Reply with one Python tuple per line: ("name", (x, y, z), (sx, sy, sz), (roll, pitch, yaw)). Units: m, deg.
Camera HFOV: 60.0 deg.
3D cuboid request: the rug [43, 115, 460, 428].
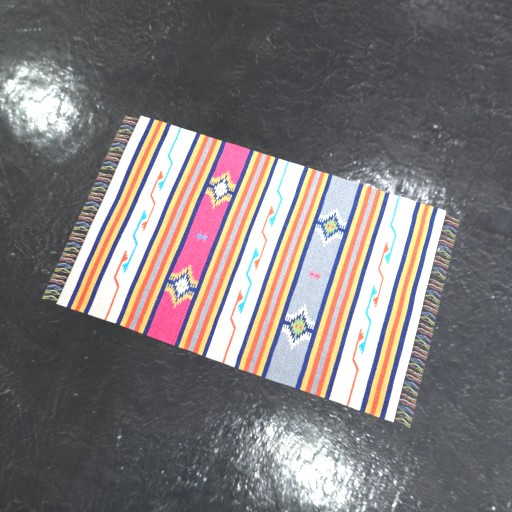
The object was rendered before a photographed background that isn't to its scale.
("rug", (0.000, 0.000, 2.207), (1.849, 0.013, 1.084), (18, 77, 4))
